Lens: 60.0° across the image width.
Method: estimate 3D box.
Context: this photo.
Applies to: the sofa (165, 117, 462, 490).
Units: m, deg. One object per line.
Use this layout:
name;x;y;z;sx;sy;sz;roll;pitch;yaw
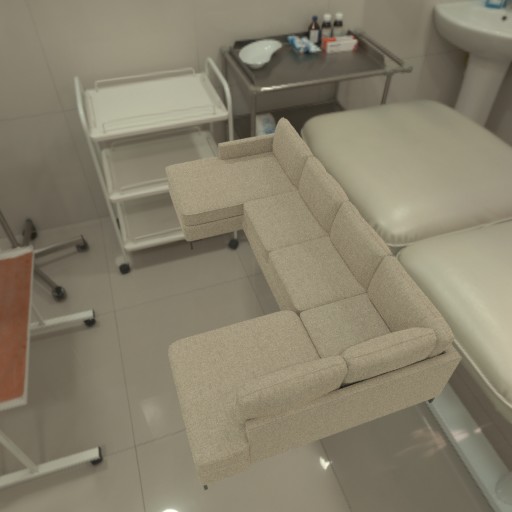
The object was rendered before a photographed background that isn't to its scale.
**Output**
sofa;0.000;0.000;4.245;2.021;0.996;3.423;-14;48;-13
